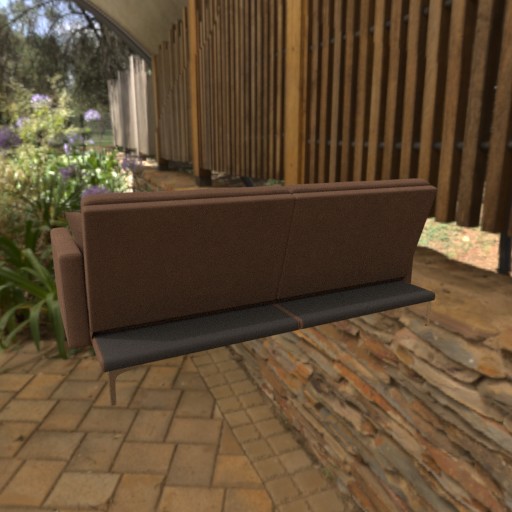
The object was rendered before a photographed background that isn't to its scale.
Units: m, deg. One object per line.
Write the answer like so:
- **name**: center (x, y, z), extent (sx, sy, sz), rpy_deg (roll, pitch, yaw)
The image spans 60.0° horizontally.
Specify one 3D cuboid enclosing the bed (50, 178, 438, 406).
- **bed**: center (0.000, 0.000, 2.328), extent (1.905, 0.787, 0.889), rpy_deg (-7, 16, -26)
